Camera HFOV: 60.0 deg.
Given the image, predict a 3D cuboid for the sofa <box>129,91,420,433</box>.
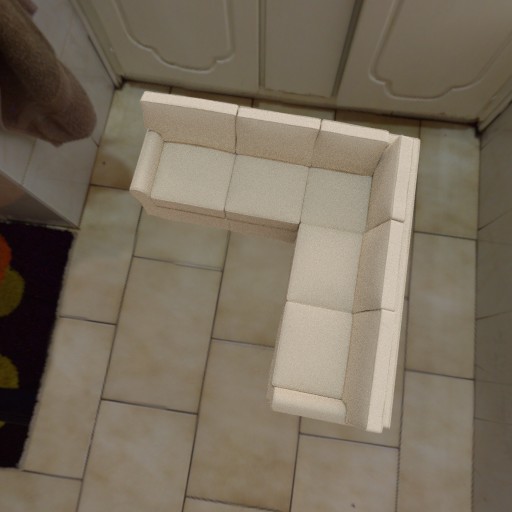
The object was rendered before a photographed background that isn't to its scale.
[{"bbox_3d":[0.000,0.000,4.091,2.591,1.070,2.597,10,76,3],"label":"sofa"}]
